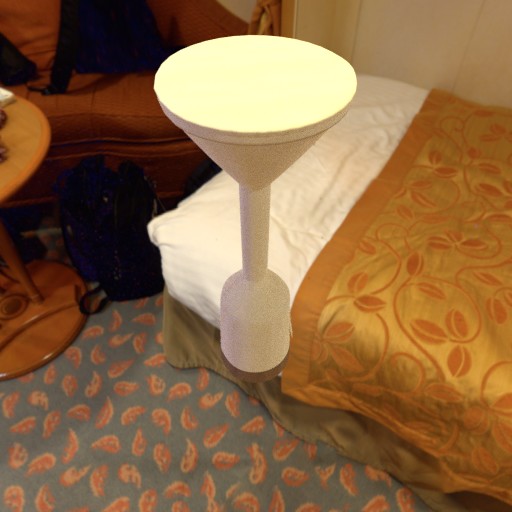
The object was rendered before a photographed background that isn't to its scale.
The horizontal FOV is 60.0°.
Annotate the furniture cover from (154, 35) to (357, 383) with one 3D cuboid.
[{"bbox_3d":[0.000,0.000,2.882,0.914,2.413,0.914,-10,48,-9],"label":"furniture cover"}]
